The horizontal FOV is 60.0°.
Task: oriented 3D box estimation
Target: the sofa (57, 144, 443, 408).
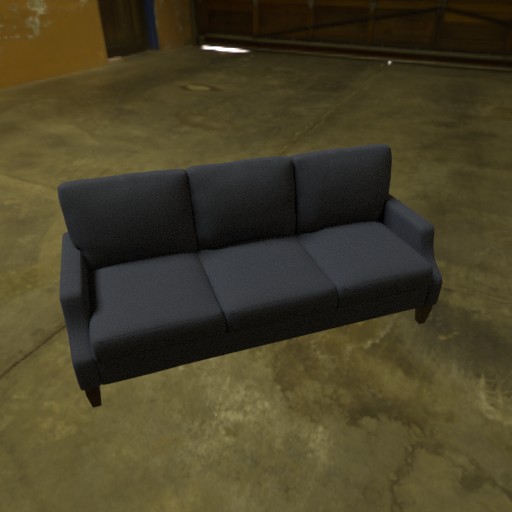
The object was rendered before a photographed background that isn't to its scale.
[{"bbox_3d":[0.000,0.000,2.618,2.115,0.984,0.888,-10,34,-16],"label":"sofa"}]
